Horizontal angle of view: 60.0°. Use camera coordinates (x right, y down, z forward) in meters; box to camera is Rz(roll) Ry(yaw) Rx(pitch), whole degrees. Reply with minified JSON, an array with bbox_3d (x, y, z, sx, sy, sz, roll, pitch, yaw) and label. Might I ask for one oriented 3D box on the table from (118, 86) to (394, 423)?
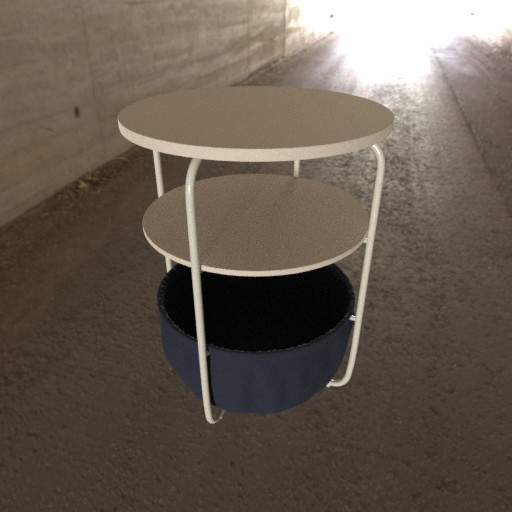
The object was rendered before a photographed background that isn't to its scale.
[{"bbox_3d":[0.000,0.000,0.828,0.418,0.532,0.418,-10,32,-17],"label":"table"}]
